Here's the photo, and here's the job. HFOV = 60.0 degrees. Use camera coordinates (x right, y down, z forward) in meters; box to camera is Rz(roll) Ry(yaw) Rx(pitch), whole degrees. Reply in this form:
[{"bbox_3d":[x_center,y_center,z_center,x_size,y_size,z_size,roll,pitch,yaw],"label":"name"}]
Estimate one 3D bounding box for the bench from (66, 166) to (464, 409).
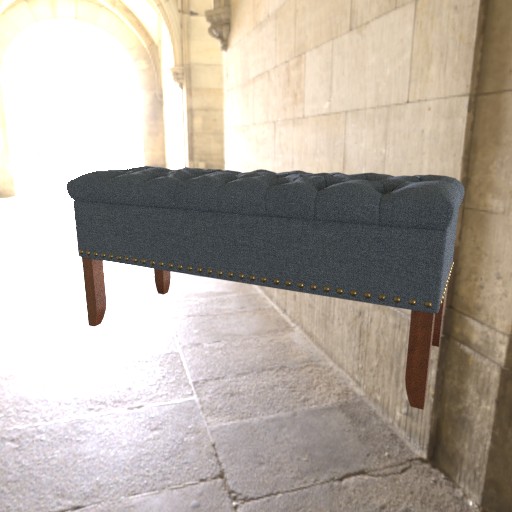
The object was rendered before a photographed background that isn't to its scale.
[{"bbox_3d":[0.000,0.000,1.293,1.052,0.492,0.417,7,16,26],"label":"bench"}]
